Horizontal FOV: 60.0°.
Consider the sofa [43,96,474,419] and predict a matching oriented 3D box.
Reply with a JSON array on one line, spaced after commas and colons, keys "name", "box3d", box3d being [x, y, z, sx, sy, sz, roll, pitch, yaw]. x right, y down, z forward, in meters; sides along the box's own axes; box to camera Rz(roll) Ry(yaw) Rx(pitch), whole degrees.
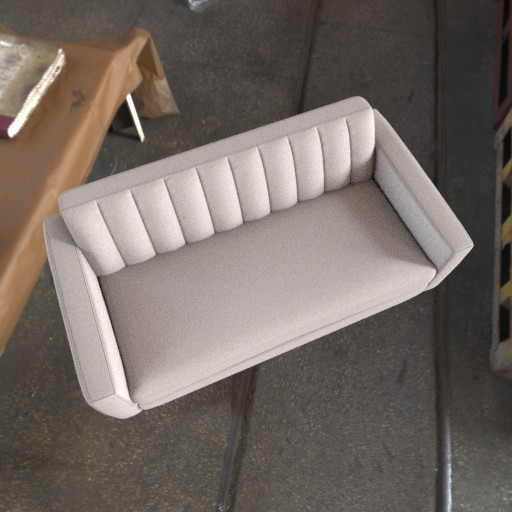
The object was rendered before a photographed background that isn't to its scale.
[{"name": "sofa", "box3d": [0.000, 0.000, 2.337, 1.895, 0.814, 0.969, -21, 66, -10]}]
